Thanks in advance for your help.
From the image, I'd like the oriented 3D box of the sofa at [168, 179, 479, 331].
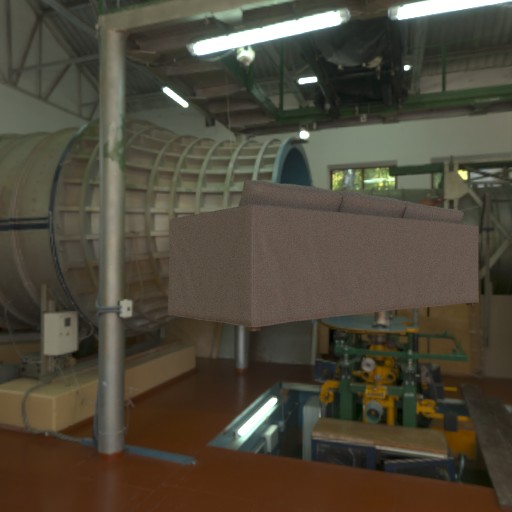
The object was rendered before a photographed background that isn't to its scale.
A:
[{"bbox_3d":[0.000,0.000,4.340,2.432,0.871,3.182,0,-1,-37],"label":"sofa"}]
